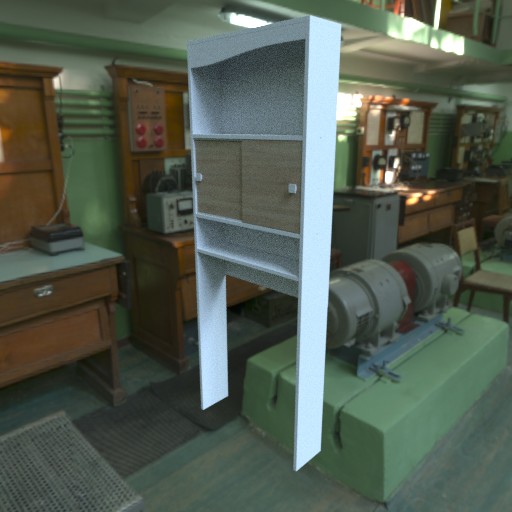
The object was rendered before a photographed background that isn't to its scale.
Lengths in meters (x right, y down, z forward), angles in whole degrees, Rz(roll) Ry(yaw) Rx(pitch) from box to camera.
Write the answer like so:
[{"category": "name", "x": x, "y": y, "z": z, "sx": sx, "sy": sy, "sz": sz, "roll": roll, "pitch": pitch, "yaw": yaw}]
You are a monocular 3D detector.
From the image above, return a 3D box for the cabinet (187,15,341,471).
[{"category": "cabinet", "x": 0.000, "y": 0.000, "z": 1.938, "sx": 0.643, "sy": 1.770, "sz": 0.192, "roll": 15, "pitch": 22, "yaw": 42}]
